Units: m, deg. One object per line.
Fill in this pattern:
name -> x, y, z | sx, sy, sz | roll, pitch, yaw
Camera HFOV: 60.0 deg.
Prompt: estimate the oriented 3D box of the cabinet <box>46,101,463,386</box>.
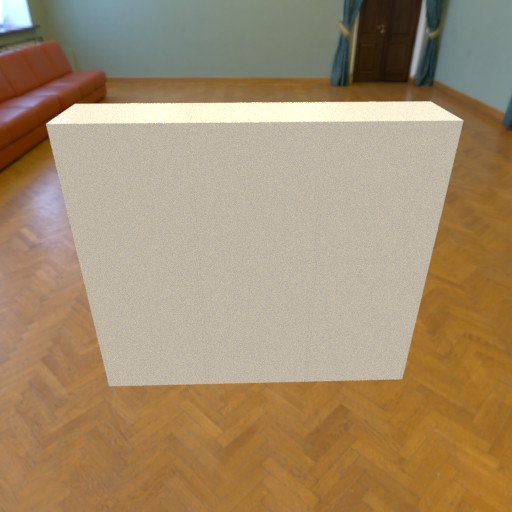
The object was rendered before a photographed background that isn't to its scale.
cabinet -> 0.000, 0.000, 3.726 | 2.700, 2.370, 0.590 | -1, 31, -2
